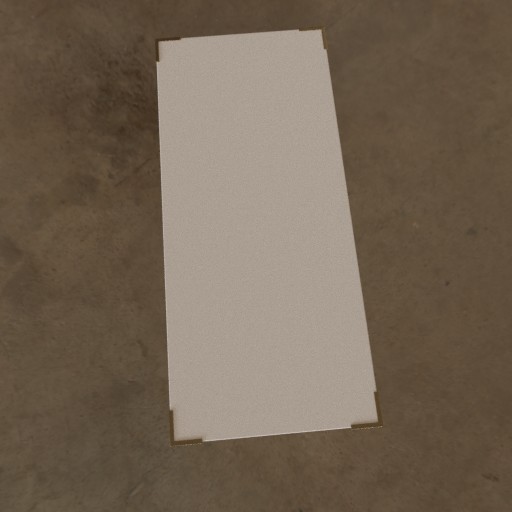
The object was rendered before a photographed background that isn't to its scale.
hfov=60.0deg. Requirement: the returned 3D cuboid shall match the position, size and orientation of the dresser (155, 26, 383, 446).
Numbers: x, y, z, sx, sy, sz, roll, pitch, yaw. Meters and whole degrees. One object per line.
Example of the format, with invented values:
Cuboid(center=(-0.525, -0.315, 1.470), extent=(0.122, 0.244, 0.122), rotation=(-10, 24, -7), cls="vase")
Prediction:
Cuboid(center=(0.000, 0.000, 1.503), extent=(0.460, 0.891, 1.022), rotation=(-5, 76, -1), cls="dresser")
